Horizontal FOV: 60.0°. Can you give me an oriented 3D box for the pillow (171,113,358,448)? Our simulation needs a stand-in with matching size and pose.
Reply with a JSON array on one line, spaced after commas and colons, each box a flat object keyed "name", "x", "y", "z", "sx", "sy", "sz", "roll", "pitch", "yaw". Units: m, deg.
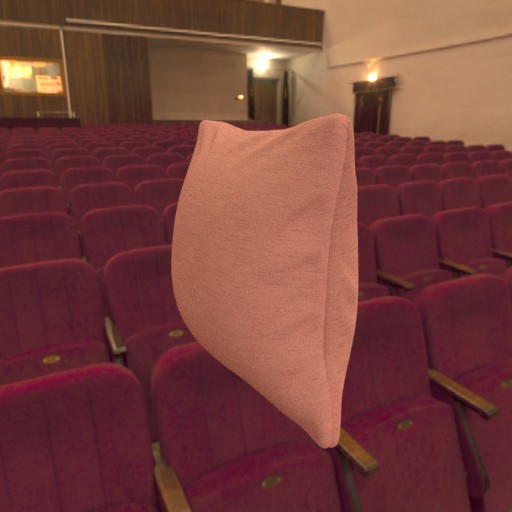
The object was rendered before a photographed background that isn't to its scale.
[{"name": "pillow", "x": 0.000, "y": 0.000, "z": 0.694, "sx": 0.246, "sy": 0.415, "sz": 0.432, "roll": -8, "pitch": 18, "yaw": -25}]
